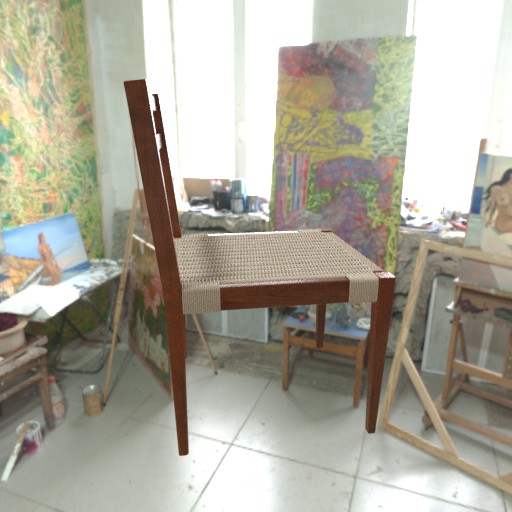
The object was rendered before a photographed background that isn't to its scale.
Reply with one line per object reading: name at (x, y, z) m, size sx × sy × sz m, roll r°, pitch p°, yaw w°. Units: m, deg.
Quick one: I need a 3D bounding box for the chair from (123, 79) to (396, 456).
chair at (0.000, 0.000, 1.205) m, size 0.569 × 0.851 × 0.495 m, roll -3°, pitch 17°, yaw -9°
